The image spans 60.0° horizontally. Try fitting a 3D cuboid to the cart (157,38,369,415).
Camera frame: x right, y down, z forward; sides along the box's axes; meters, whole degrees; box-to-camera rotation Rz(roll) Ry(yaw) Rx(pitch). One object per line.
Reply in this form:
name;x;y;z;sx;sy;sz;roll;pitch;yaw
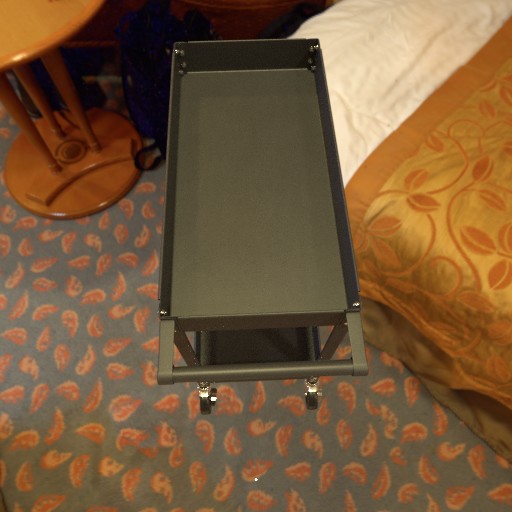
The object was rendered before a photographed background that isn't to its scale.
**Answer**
cart;0.000;0.000;1.175;0.366;0.719;0.779;-2;63;-1
